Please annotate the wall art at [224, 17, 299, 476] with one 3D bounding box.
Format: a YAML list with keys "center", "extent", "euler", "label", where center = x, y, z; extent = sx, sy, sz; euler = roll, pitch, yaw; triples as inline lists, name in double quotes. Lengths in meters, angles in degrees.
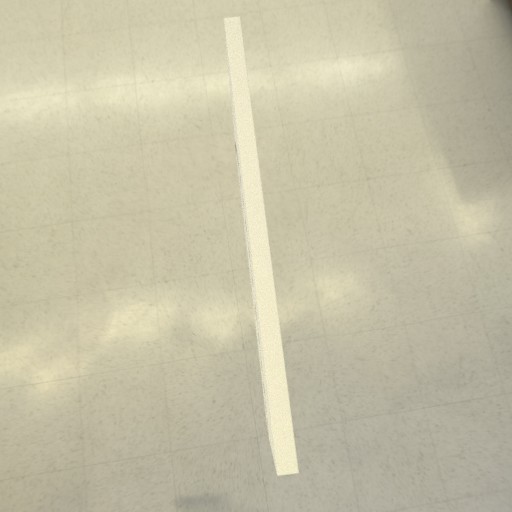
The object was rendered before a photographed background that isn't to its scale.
- center: [0.000, 0.000, 1.117]
  extent: [0.038, 0.601, 0.898]
  euler: [-6, 75, -2]
  label: "wall art"
